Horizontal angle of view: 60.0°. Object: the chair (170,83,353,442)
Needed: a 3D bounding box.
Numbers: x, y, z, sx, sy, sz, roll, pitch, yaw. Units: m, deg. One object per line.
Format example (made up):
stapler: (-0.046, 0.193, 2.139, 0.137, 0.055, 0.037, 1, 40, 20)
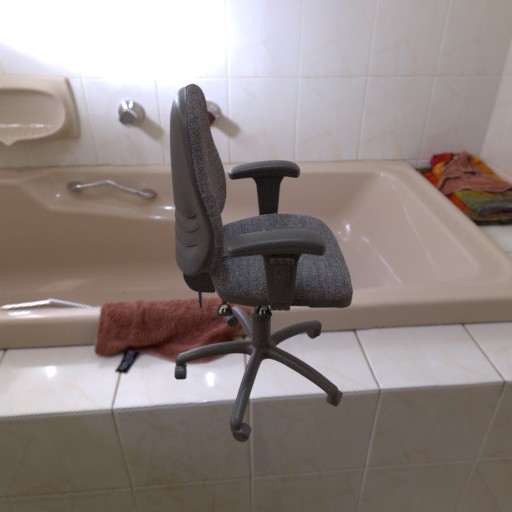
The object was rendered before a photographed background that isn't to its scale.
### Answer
chair: (0.000, 0.000, 1.251, 0.530, 0.910, 0.550, -1, 31, -2)
